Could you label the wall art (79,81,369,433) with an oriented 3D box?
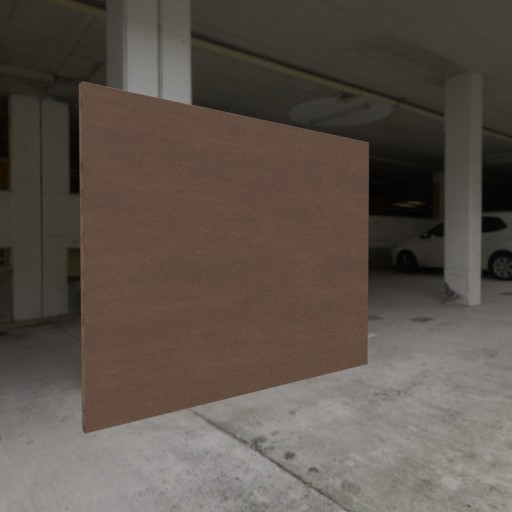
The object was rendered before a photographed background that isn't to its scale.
[{"bbox_3d":[0.000,0.000,0.670,0.508,0.408,0.012,-1,2,-37],"label":"wall art"}]
